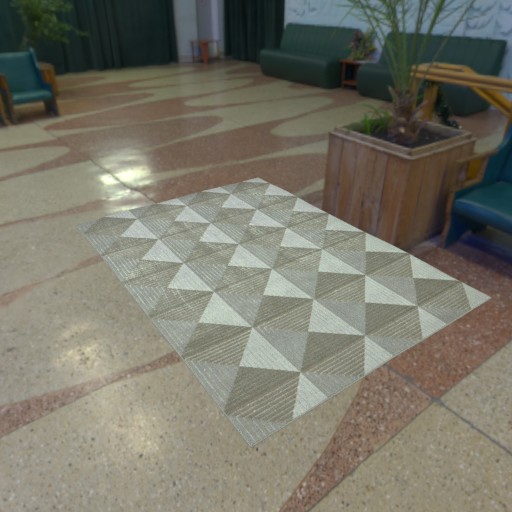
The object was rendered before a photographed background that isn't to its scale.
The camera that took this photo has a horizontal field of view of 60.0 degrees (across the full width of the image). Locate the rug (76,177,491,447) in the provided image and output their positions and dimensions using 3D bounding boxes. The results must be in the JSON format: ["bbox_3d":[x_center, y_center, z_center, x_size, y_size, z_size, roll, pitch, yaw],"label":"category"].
[{"bbox_3d":[0.000,0.000,4.235,2.428,0.027,3.333,-20,36,-30],"label":"rug"}]
